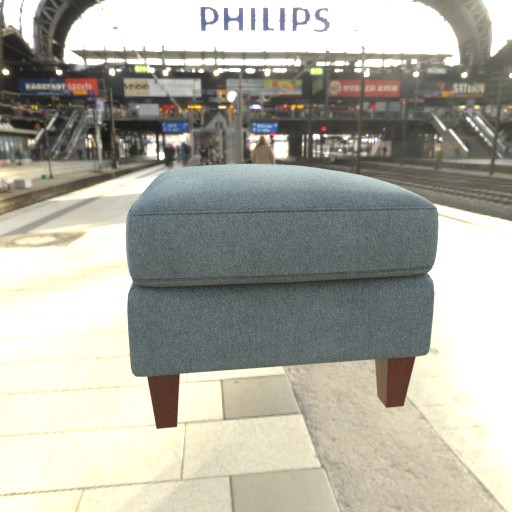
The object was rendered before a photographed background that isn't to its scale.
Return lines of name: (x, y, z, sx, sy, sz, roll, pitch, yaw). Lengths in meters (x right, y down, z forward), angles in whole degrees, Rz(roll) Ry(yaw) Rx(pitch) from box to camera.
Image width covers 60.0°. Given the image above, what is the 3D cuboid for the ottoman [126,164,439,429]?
ottoman: (0.000, 0.000, 1.204, 0.584, 0.483, 0.864, -2, 14, -9)
